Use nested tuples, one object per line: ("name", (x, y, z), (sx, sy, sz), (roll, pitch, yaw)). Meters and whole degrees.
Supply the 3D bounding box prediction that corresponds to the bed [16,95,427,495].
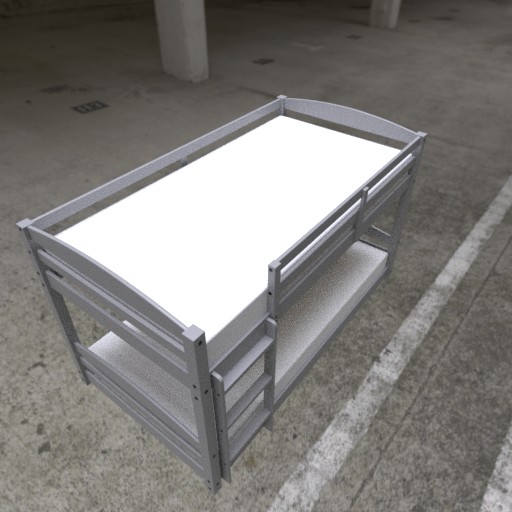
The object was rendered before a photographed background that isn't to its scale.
("bed", (0.000, 0.000, 2.645), (1.105, 1.206, 2.013), (26, 46, 28))
